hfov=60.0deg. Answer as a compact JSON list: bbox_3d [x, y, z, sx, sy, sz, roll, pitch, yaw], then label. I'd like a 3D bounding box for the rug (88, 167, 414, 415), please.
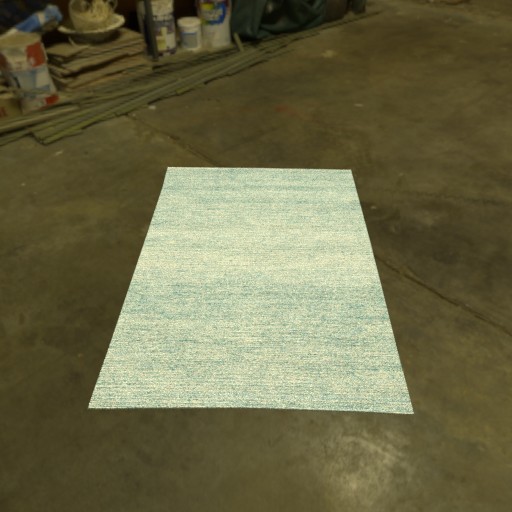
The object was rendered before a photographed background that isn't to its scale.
[{"bbox_3d":[0.000,0.000,3.033,1.613,0.030,2.306,1,42,1],"label":"rug"}]
